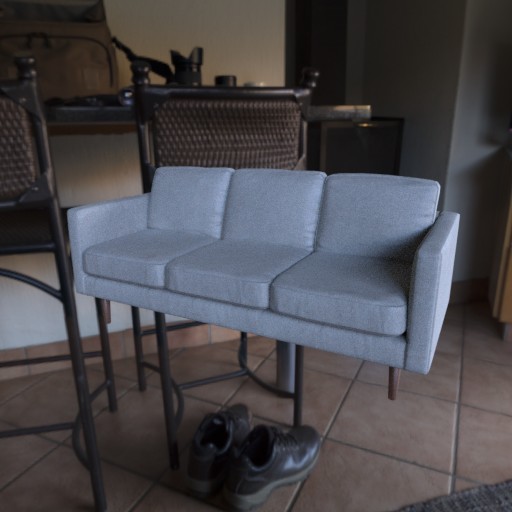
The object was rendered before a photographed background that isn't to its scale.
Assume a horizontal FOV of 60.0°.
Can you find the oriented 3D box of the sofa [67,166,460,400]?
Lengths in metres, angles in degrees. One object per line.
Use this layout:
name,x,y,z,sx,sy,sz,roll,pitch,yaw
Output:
sofa,0.000,0.000,2.489,1.983,0.918,0.944,8,18,26
